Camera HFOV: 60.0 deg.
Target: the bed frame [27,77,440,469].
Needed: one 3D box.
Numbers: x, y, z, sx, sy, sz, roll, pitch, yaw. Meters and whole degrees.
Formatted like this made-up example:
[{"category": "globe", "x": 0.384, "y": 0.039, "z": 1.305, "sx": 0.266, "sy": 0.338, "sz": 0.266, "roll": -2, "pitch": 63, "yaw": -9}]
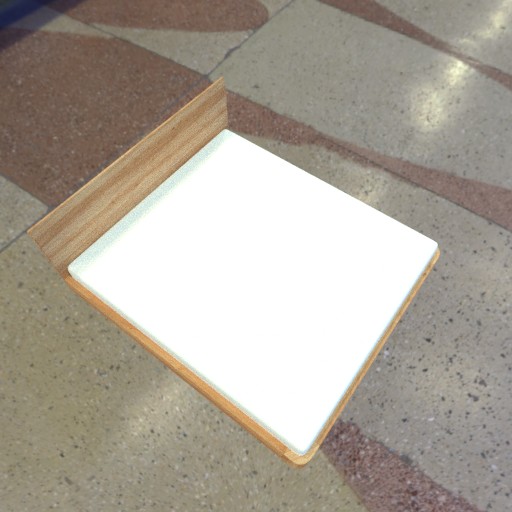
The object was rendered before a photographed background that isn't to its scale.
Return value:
[{"category": "bed frame", "x": 0.000, "y": 0.000, "z": 3.158, "sx": 2.092, "sy": 0.940, "sz": 1.872, "roll": 33, "pitch": 63, "yaw": 19}]
